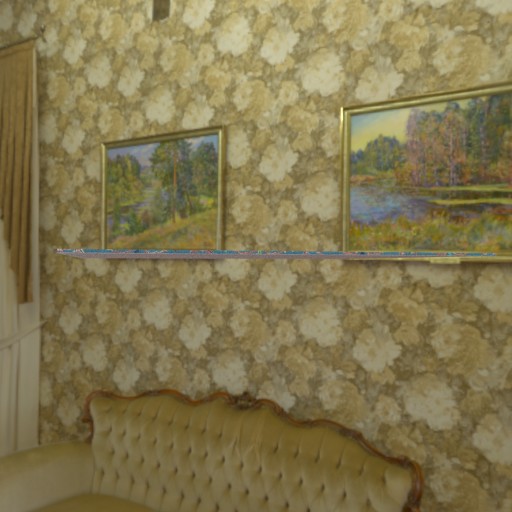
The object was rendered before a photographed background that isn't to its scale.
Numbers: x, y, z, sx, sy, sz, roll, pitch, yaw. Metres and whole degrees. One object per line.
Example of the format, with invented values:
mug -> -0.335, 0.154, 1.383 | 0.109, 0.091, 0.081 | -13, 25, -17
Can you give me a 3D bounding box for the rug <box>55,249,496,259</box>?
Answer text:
rug -> 0.000, 0.000, 4.150 | 3.204, 0.025, 2.434 | 0, -1, -18
